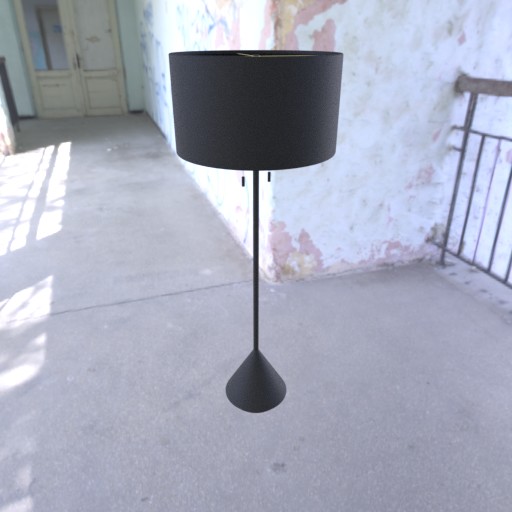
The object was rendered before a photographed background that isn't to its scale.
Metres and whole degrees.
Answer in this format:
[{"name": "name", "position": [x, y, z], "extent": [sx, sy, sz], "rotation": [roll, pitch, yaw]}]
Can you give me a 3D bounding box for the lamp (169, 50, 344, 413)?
[{"name": "lamp", "position": [0.000, 0.000, 1.828], "extent": [0.580, 1.526, 0.580], "rotation": [-8, 28, -15]}]
